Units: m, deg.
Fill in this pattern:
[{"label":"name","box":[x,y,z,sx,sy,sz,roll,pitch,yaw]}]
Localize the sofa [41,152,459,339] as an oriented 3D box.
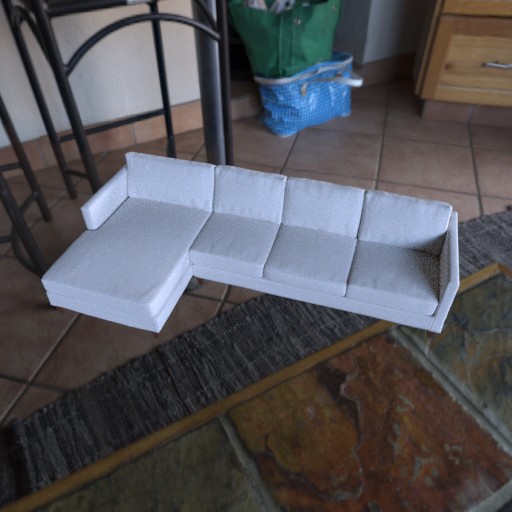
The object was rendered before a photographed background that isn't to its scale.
[{"label":"sofa","box":[0.000,0.000,3.791,3.186,0.861,1.625,12,44,13]}]
